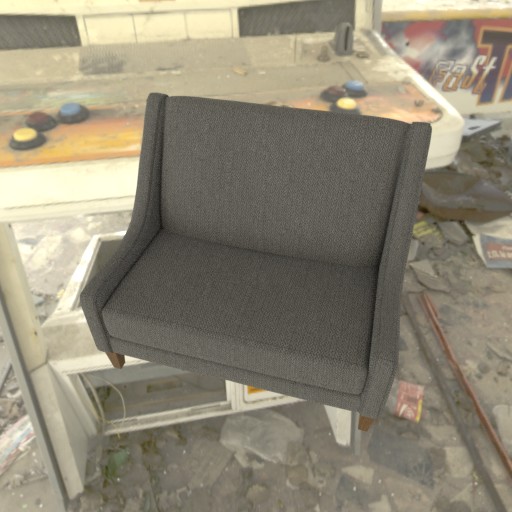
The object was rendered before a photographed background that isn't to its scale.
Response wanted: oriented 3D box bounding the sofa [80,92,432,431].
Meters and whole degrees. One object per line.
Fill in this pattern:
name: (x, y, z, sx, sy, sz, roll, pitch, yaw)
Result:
sofa: (0.000, 0.000, 1.898, 1.242, 1.022, 0.873, 10, 42, 12)
